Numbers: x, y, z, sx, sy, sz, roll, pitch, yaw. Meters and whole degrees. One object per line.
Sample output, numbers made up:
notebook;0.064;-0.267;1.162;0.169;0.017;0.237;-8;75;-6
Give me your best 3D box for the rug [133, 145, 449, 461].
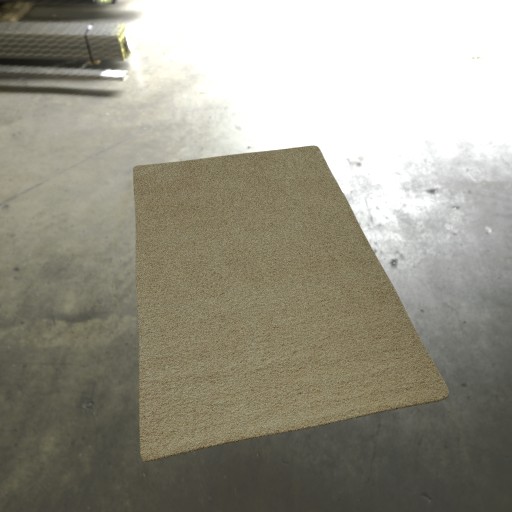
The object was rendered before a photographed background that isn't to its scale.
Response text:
rug;0.000;0.000;3.377;1.801;0.024;2.700;-9;48;-8
